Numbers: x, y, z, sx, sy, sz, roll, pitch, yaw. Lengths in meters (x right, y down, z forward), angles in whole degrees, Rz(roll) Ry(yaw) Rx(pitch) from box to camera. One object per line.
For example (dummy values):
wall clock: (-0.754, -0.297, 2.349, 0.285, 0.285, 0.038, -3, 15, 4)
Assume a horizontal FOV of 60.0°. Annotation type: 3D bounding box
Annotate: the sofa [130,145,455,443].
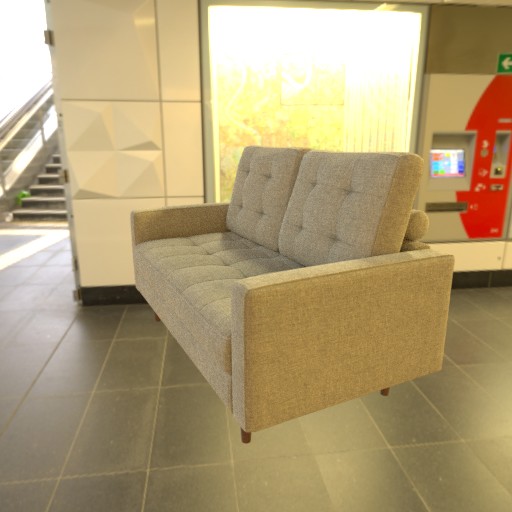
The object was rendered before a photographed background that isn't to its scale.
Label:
sofa: (0.000, 0.000, 1.925, 0.842, 0.907, 1.407, -8, 17, -26)
